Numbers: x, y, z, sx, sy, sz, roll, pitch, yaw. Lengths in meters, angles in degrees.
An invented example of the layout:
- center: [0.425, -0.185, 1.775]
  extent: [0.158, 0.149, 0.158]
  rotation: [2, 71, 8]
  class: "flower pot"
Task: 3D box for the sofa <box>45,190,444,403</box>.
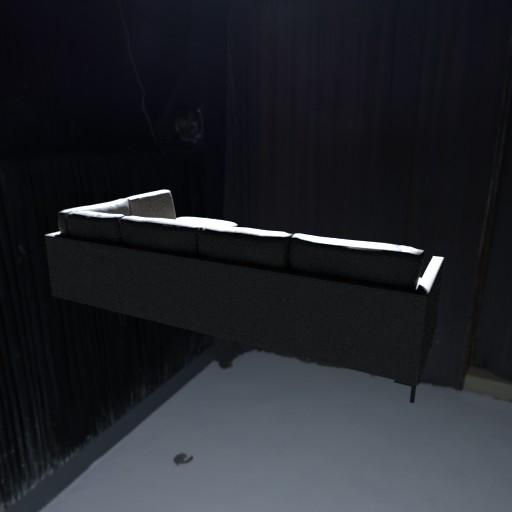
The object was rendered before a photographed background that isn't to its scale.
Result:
- center: [0.000, 0.000, 4.246]
  extent: [3.331, 0.964, 2.077]
  rotation: [8, 18, 27]
  class: "sofa"
